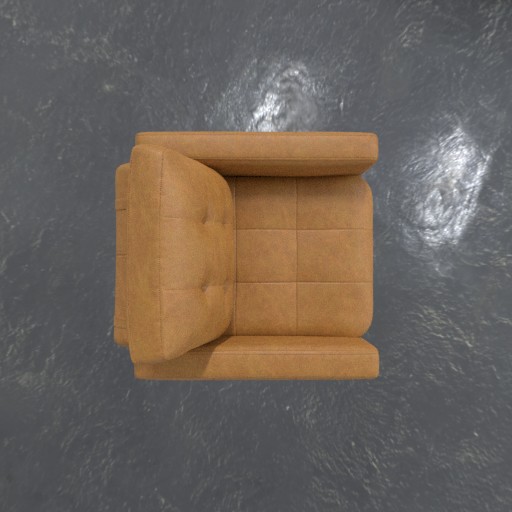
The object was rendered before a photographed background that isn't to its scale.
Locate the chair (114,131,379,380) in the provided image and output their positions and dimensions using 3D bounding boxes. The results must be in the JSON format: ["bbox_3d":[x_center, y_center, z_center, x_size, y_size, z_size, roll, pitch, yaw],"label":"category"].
[{"bbox_3d":[0.000,0.000,1.574,0.868,0.896,0.831,0,89,0],"label":"chair"}]
